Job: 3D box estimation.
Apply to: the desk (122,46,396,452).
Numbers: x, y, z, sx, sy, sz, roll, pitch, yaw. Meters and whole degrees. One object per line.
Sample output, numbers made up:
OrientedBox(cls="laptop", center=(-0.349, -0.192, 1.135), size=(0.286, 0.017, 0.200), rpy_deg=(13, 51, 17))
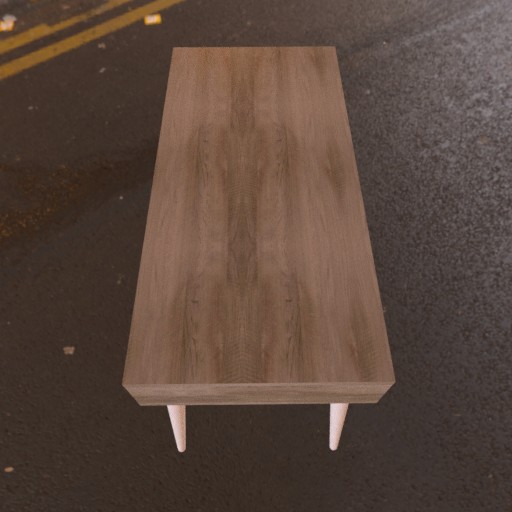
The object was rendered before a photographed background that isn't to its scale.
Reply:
OrientedBox(cls="desk", center=(0.000, 0.000, 1.328), size=(0.491, 0.723, 0.979), rpy_deg=(-1, 57, 0))
